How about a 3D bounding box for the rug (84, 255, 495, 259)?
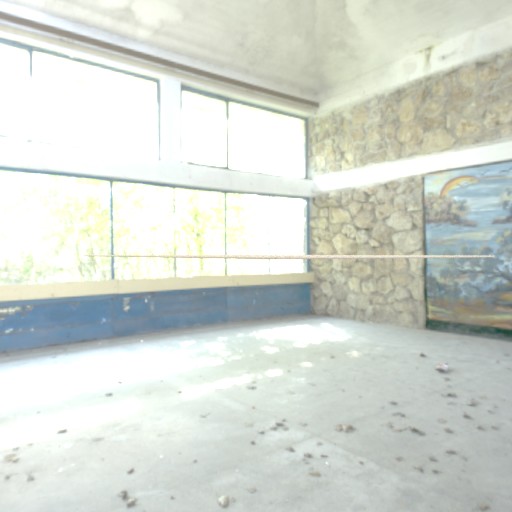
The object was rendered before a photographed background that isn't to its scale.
[{"bbox_3d":[0.000,0.000,2.287,1.220,0.007,1.828,0,0,-37],"label":"rug"}]
